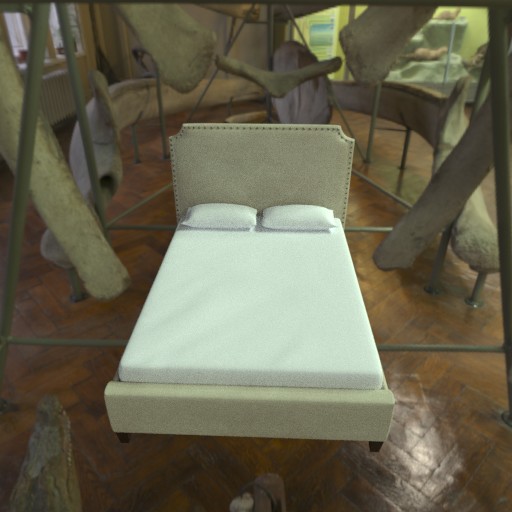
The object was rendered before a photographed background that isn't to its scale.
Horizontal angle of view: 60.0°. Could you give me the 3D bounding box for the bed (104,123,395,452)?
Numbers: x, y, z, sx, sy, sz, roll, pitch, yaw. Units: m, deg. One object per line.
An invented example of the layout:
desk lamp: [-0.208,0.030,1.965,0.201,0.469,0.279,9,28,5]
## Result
bed: [0.000,0.000,3.410,1.712,1.443,2.372,1,31,2]
